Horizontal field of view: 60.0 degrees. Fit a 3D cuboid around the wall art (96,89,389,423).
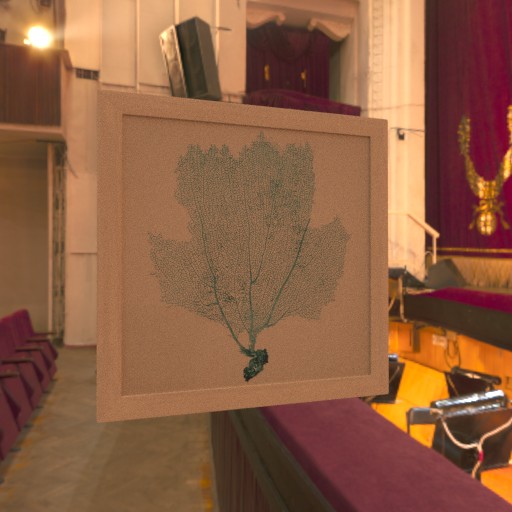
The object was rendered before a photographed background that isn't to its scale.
[{"bbox_3d":[0.000,0.000,0.865,0.584,0.584,0.013,0,-1,-17],"label":"wall art"}]
